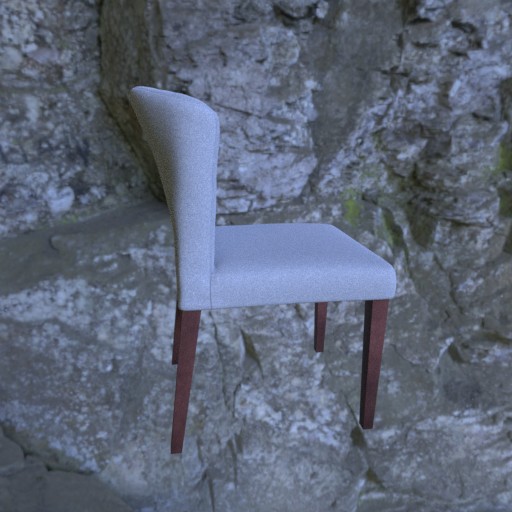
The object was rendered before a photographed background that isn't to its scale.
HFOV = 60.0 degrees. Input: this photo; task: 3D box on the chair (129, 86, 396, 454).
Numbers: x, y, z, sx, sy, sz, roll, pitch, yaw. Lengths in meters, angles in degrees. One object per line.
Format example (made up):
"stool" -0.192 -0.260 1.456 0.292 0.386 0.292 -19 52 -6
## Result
"chair" 0.000 0.000 1.190 0.592 0.839 0.491 -3 17 -9
